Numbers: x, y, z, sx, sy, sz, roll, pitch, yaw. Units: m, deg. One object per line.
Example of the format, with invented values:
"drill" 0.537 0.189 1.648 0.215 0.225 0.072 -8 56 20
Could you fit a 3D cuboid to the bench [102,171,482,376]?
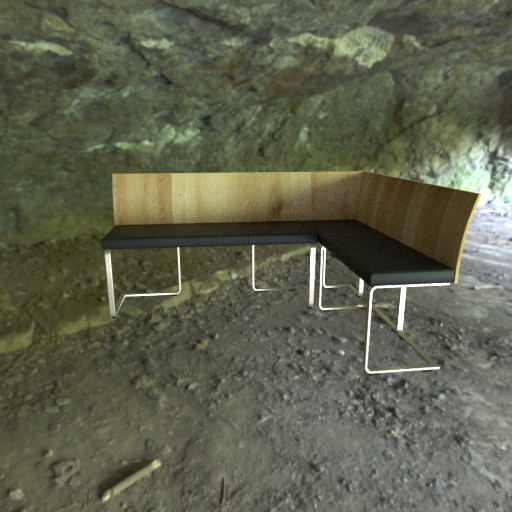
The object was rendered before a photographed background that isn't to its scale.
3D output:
"bench" 0.000 0.000 2.795 1.945 0.930 1.495 -2 15 -7
